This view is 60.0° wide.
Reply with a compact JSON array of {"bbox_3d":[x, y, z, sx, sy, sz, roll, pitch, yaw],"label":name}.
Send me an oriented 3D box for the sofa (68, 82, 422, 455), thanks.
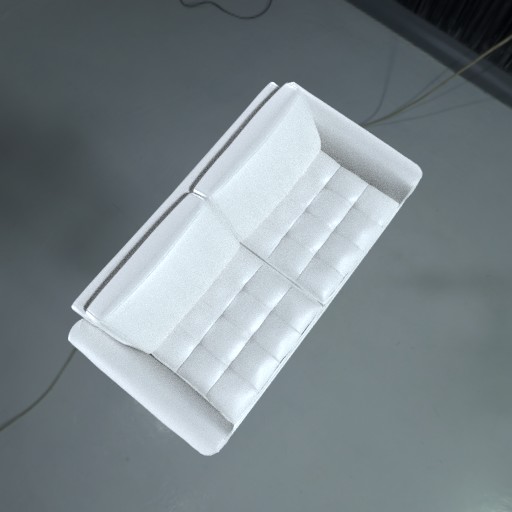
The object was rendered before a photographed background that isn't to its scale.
[{"bbox_3d":[0.000,0.000,2.782,1.121,0.930,2.177,37,78,9],"label":"sofa"}]
